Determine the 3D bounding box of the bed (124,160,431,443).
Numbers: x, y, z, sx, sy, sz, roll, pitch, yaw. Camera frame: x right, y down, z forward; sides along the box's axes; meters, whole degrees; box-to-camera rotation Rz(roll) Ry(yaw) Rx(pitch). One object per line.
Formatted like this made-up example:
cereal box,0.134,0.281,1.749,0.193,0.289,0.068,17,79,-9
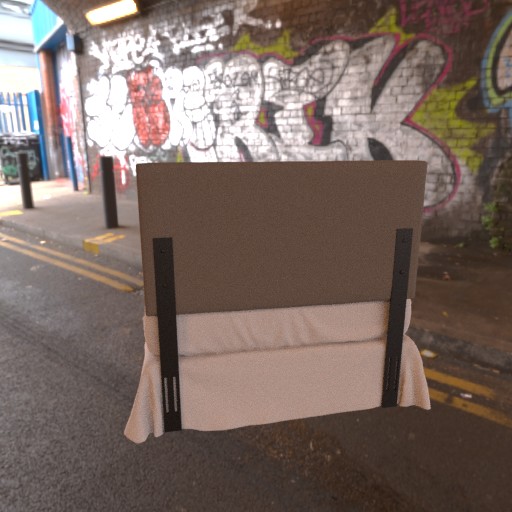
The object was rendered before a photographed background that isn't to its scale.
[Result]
bed,0.000,0.000,3.546,1.936,1.577,2.222,-3,15,-10
